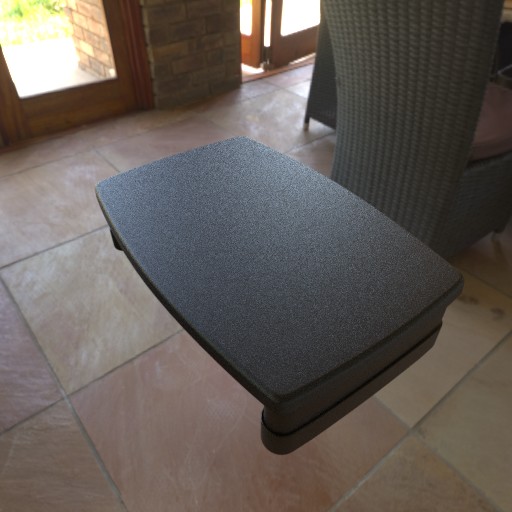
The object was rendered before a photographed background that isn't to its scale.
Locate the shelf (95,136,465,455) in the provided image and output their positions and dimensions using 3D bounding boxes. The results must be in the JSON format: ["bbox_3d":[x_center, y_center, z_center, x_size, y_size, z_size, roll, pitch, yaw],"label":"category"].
[{"bbox_3d":[0.000,0.000,0.539,0.280,0.100,0.410,-25,47,-26],"label":"shelf"}]
